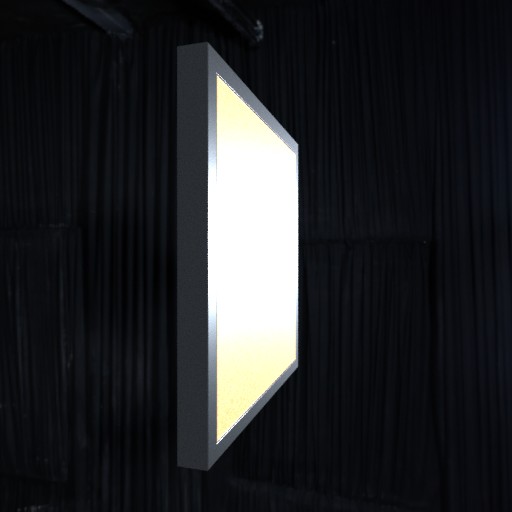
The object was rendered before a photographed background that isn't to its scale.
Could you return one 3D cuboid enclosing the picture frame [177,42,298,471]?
[{"bbox_3d":[0.000,0.000,0.538,0.029,0.353,0.355,0,0,17],"label":"picture frame"}]
